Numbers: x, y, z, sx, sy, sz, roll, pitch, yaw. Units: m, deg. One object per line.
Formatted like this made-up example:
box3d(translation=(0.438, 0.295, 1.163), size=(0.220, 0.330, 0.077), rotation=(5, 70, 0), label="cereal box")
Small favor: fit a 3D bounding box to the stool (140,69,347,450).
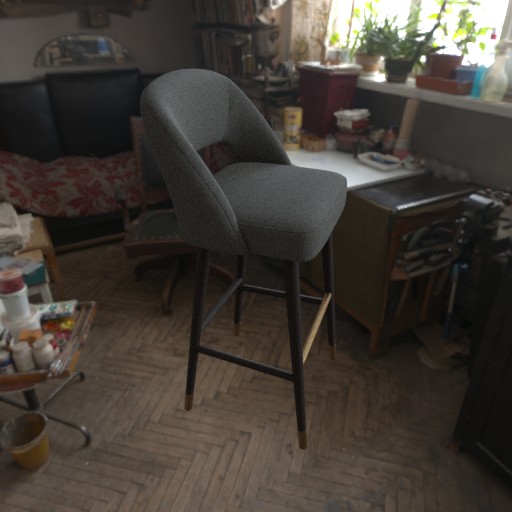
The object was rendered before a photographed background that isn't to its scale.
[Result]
box3d(translation=(0.000, 0.000, 1.427), size=(0.524, 1.089, 0.536), rotation=(11, 31, 18), label="stool")
